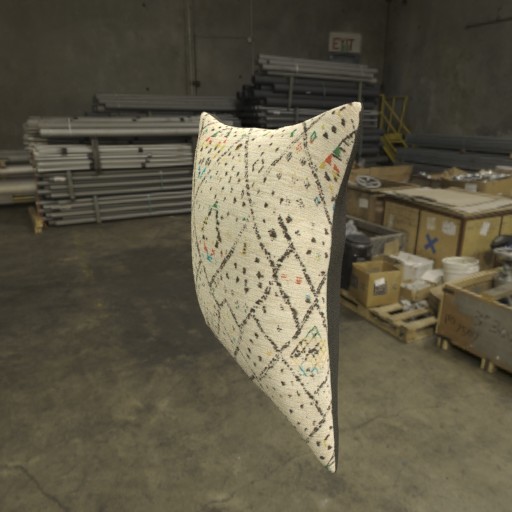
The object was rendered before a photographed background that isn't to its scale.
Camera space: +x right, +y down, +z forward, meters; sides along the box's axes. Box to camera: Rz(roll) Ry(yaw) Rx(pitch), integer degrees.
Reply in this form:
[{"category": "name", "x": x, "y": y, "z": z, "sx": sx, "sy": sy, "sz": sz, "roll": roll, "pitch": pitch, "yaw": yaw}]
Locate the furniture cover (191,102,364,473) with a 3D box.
[{"category": "furniture cover", "x": 0.000, "y": 0.000, "z": 0.779, "sx": 0.180, "sy": 0.498, "sz": 0.525, "roll": -8, "pitch": 19, "yaw": -25}]
